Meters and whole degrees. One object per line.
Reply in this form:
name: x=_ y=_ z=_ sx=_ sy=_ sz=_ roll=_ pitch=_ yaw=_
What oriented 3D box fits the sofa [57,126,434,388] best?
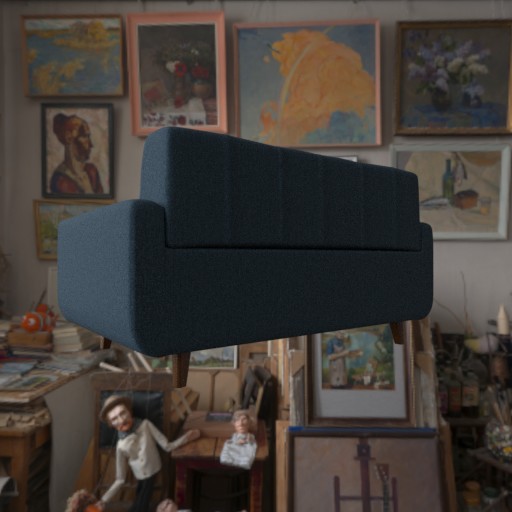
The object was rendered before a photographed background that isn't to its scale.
sofa: x=0.000 y=0.000 z=2.207 sx=1.651 sy=0.896 sz=0.942 roll=0 pitch=0 yaw=-37
